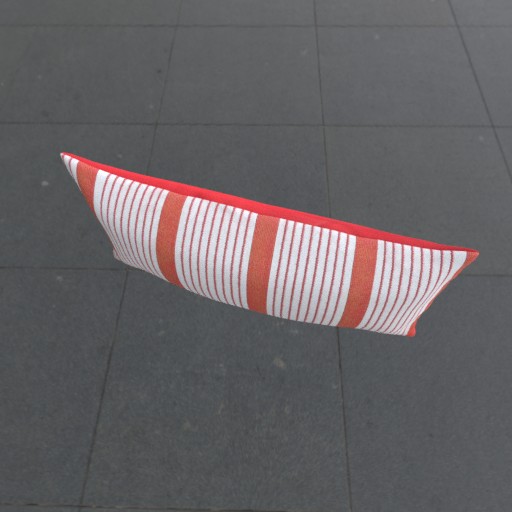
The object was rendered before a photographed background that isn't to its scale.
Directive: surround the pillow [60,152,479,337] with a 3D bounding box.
[{"bbox_3d":[0.000,0.000,0.739,0.608,0.297,0.151,14,60,8],"label":"pillow"}]
